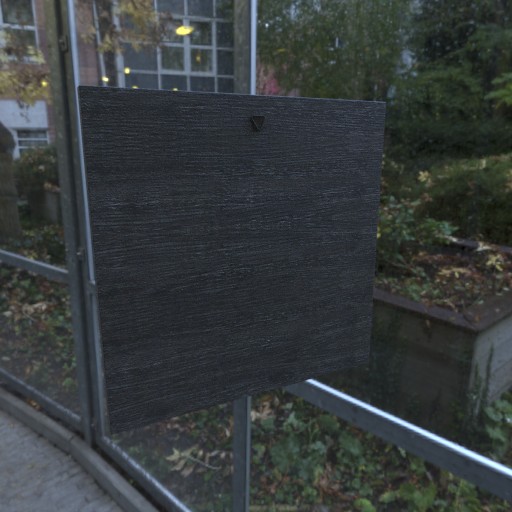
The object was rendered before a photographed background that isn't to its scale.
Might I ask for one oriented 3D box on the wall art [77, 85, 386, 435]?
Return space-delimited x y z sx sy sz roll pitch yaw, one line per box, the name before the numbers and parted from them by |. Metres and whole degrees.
wall art | 0.000 0.000 0.671 0.462 0.459 0.027 -7 16 -26
